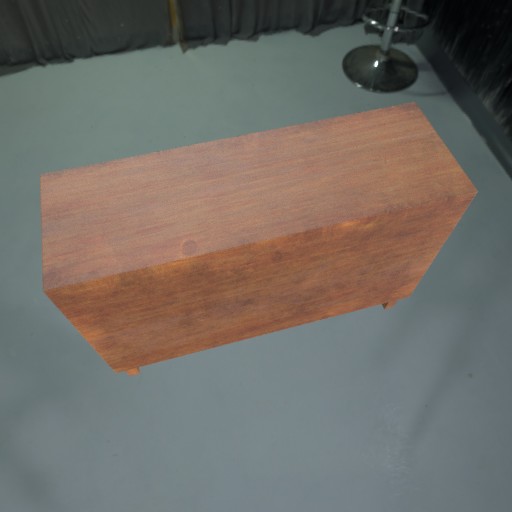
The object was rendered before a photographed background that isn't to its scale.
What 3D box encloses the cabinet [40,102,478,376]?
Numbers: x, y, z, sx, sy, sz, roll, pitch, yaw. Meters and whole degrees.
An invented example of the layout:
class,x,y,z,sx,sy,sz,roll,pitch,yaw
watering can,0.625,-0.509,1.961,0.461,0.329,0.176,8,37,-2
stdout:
class,x,y,z,sx,sy,sz,roll,pitch,yaw
cabinet,0.000,0.000,1.625,1.204,0.805,0.403,-13,59,-8
